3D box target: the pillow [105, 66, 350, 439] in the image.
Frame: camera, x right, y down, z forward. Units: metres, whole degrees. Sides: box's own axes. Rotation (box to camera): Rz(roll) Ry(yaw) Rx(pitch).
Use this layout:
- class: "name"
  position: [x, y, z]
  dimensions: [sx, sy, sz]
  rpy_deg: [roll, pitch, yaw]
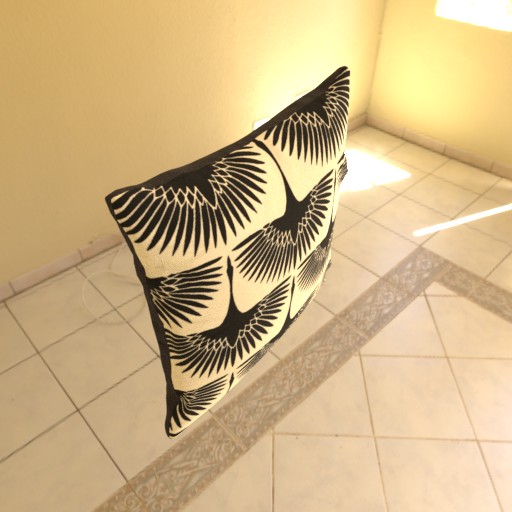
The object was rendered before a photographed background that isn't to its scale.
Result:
- class: "pillow"
  position: [0.000, 0.000, 0.654]
  dimensions: [0.139, 0.432, 0.432]
  rpy_deg: [27, 48, 27]
